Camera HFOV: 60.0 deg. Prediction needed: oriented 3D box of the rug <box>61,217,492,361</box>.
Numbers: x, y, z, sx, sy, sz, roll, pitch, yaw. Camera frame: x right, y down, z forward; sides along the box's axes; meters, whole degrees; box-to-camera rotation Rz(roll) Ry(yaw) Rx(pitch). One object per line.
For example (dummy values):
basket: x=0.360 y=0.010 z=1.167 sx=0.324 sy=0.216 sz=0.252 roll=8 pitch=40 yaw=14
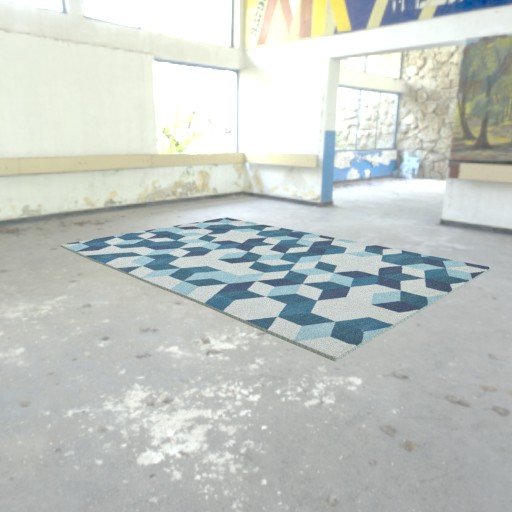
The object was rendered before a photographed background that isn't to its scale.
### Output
rug: x=0.000 y=0.000 z=2.234 sx=1.235 sy=0.014 sz=1.829 roll=-15 pitch=21 yaw=-43
